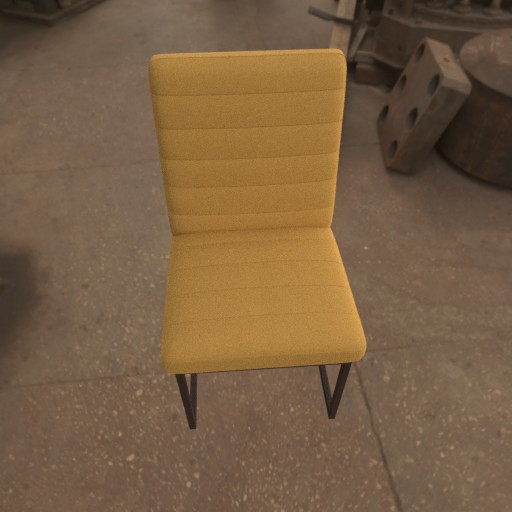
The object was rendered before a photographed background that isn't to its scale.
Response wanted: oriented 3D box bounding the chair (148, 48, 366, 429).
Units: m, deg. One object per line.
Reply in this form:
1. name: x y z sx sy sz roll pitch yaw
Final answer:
1. chair: 0.000 0.000 1.278 0.520 0.930 0.634 -3 47 -3
